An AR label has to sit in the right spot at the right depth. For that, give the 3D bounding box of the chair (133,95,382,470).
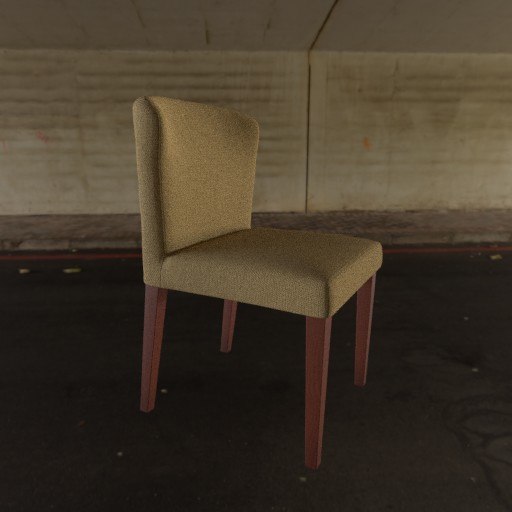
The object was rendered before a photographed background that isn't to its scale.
[{"bbox_3d":[0.000,0.000,1.204,0.589,0.839,0.491,7,15,27],"label":"chair"}]
